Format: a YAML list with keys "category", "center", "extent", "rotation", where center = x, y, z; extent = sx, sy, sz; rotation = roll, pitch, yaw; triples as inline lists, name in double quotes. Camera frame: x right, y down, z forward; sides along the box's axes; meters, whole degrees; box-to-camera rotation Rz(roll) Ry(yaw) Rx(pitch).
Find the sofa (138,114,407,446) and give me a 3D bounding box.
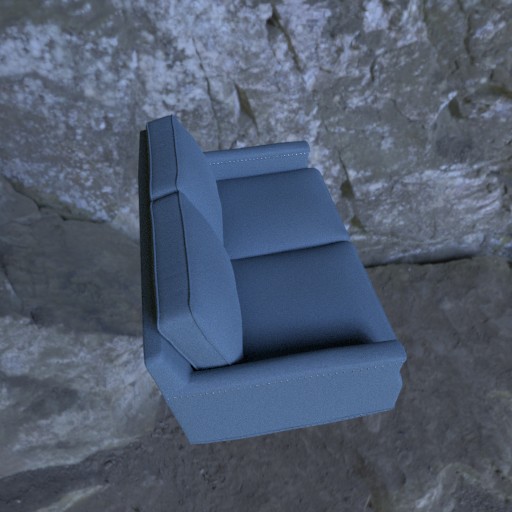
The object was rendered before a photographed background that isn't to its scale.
- category: "sofa"
  center: [0.000, 0.000, 2.333]
  extent: [1.084, 1.003, 1.597]
  rotation: [-8, 48, -7]
